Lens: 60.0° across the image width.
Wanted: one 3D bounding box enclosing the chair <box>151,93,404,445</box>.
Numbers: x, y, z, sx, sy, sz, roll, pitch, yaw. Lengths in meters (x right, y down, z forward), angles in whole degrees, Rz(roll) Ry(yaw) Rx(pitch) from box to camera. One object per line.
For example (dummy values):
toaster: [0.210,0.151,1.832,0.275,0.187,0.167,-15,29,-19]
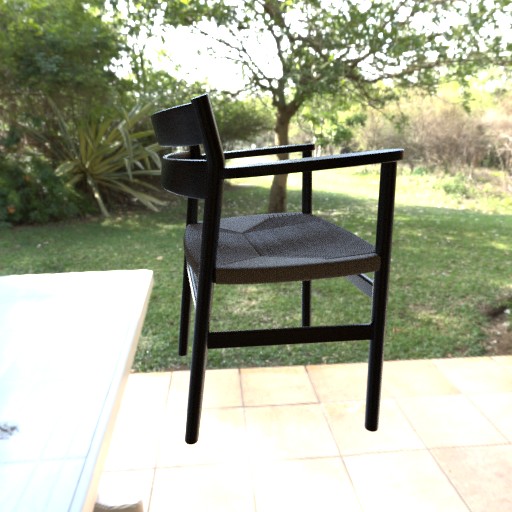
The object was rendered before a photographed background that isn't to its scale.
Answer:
chair: [0.000,0.000,1.191,0.508,0.775,0.630,-3,16,-11]
